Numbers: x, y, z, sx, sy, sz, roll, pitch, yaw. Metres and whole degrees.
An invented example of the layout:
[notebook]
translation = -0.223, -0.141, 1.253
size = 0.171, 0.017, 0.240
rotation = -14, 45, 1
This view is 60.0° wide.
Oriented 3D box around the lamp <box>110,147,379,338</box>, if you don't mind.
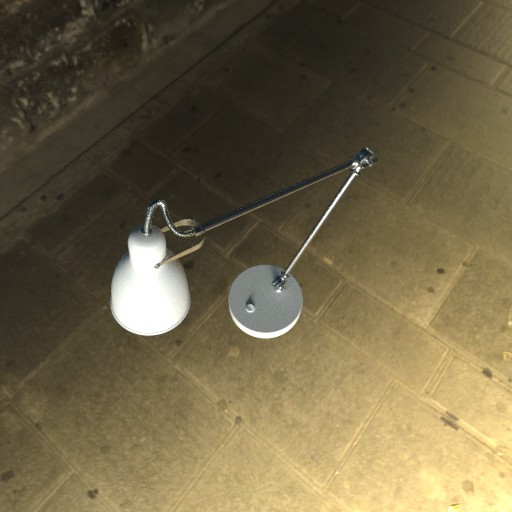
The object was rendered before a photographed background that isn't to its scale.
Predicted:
[lamp]
translation = 0.000, 0.000, 0.877
size = 0.561, 0.587, 0.187
rotation = -33, 67, -16
